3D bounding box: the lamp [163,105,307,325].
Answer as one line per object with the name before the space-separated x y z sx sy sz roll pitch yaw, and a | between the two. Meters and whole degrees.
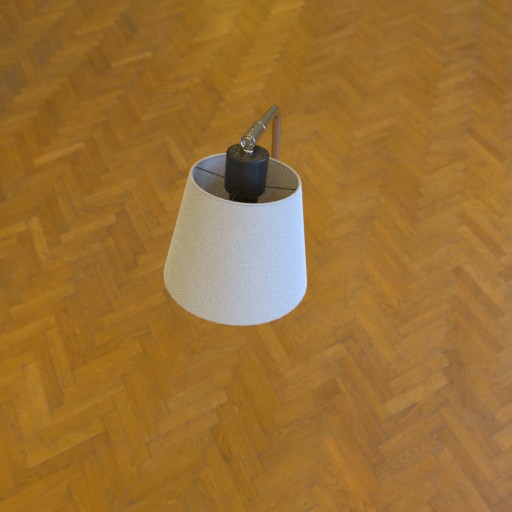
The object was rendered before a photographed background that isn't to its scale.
lamp | 0.000 0.000 0.690 0.181 0.539 0.348 14 59 9
